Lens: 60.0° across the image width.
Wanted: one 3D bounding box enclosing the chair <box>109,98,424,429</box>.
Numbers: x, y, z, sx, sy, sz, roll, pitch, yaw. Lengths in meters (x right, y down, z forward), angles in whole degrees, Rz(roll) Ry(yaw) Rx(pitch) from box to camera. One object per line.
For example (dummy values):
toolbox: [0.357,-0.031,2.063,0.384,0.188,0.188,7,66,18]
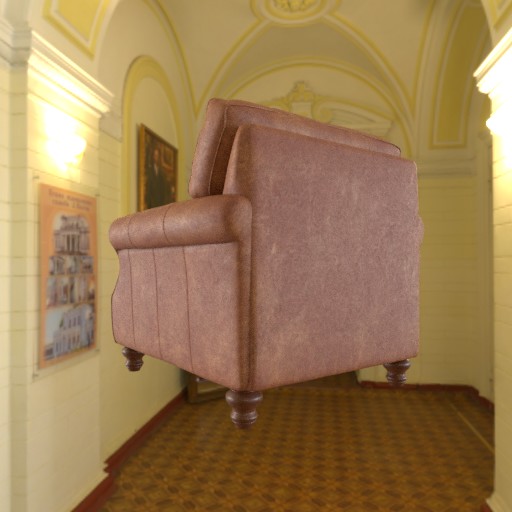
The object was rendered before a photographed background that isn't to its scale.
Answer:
chair: [0.000,0.000,1.777,0.983,0.962,0.986,1,-1,-37]
